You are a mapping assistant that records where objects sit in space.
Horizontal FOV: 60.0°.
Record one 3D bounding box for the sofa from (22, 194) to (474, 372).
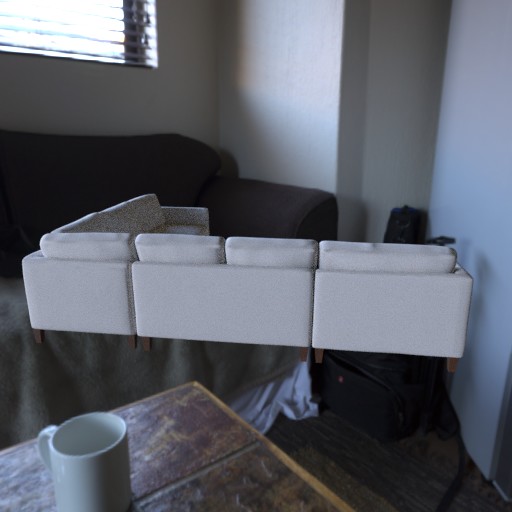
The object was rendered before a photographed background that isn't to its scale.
[{"bbox_3d":[0.000,0.000,4.559,3.459,0.956,2.593,2,16,8],"label":"sofa"}]
